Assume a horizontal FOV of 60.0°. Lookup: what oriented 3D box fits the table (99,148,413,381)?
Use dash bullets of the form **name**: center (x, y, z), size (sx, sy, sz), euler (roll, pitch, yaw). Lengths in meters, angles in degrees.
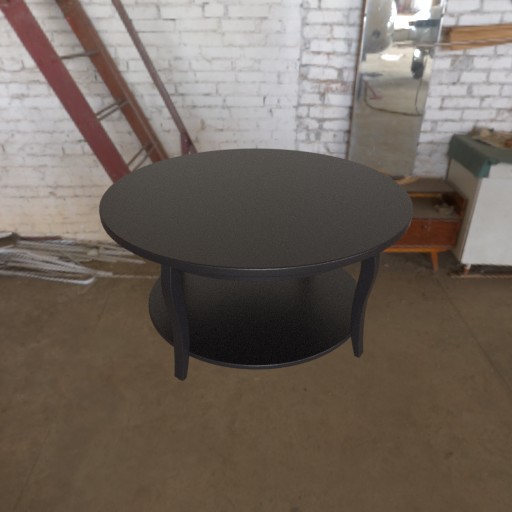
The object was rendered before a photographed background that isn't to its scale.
- **table**: center (0.000, 0.000, 1.461), size (0.914, 0.457, 0.914), euler (0, 30, 0)
